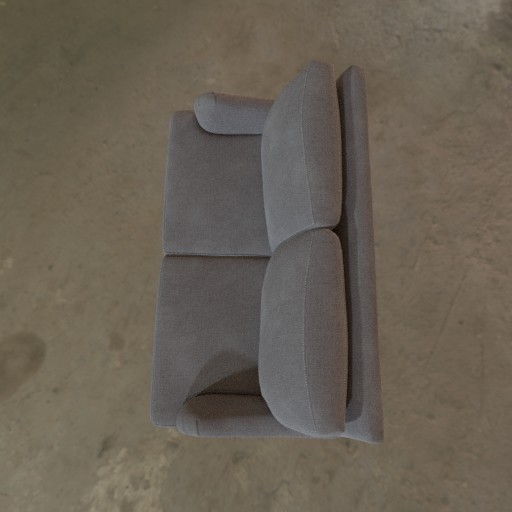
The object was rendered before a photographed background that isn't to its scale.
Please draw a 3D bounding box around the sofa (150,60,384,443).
[{"bbox_3d":[0.000,0.000,2.455,1.084,1.101,1.853,1,76,0],"label":"sofa"}]
